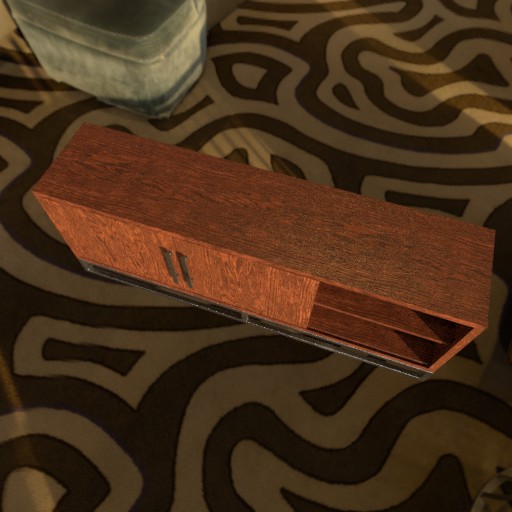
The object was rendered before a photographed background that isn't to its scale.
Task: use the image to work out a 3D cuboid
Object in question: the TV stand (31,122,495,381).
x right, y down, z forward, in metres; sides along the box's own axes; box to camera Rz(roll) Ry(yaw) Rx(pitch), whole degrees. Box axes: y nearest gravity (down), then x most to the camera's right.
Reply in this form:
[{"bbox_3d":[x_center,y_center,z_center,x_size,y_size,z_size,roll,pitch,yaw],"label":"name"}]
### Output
[{"bbox_3d":[0.000,0.000,1.744,1.541,0.578,0.382,17,61,10],"label":"TV stand"}]
